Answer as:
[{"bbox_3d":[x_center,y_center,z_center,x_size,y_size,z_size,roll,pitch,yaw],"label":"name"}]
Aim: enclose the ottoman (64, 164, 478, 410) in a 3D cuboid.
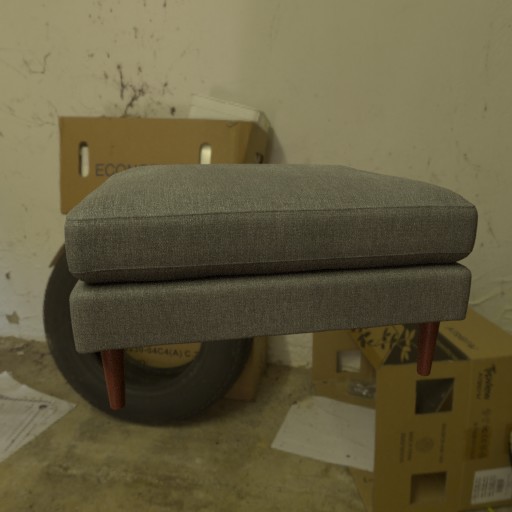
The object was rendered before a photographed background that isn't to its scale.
[{"bbox_3d":[0.000,0.000,1.194,0.821,0.474,0.693,-3,16,-10],"label":"ottoman"}]
